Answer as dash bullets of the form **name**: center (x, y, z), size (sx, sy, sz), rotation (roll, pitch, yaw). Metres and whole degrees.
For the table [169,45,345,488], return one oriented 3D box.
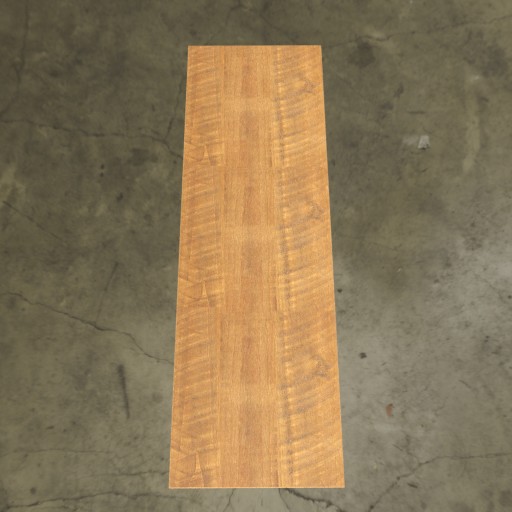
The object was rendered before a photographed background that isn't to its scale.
- **table**: center (0.000, 0.000, 1.690), size (0.499, 0.491, 1.499), rotation (0, 74, 0)
